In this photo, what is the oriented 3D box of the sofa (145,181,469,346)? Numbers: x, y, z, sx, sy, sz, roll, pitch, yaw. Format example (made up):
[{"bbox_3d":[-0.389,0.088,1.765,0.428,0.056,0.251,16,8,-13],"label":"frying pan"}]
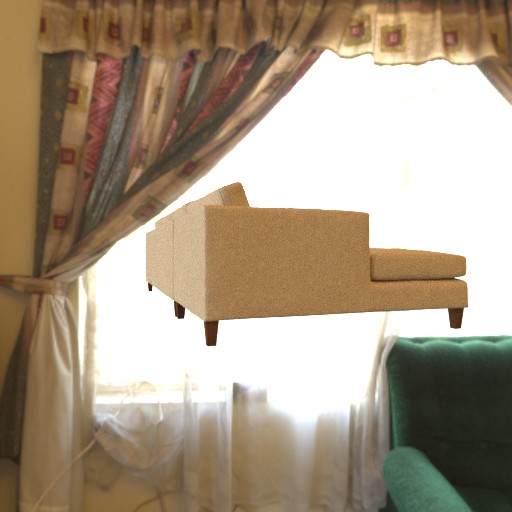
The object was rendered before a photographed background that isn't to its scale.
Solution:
[{"bbox_3d":[0.000,0.000,3.878,1.625,0.846,3.186,0,1,-19],"label":"sofa"}]
